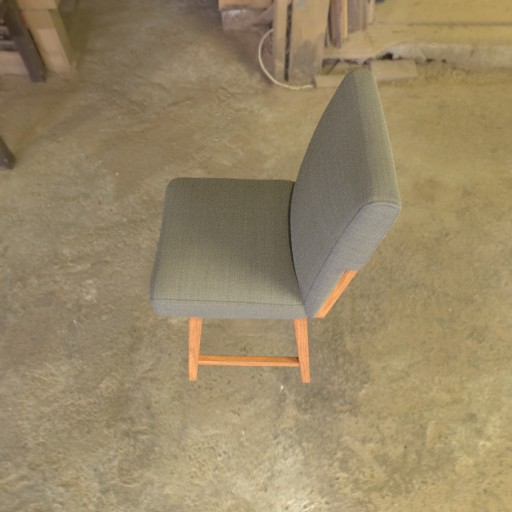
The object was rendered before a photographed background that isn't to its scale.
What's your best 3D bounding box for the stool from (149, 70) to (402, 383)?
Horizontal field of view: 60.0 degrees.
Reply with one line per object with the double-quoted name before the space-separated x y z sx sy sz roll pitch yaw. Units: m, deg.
"stool" 0.000 0.000 1.352 0.570 1.019 0.459 1 57 1
